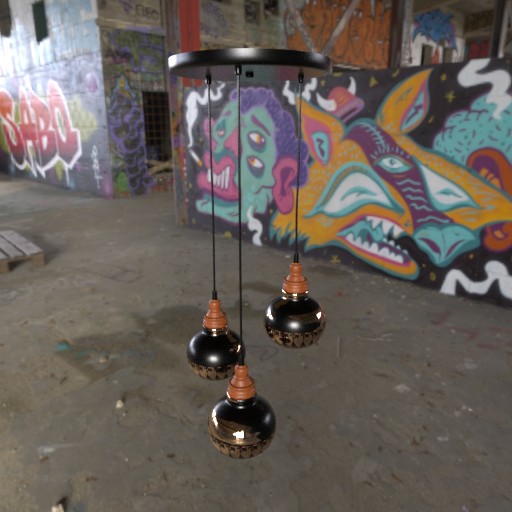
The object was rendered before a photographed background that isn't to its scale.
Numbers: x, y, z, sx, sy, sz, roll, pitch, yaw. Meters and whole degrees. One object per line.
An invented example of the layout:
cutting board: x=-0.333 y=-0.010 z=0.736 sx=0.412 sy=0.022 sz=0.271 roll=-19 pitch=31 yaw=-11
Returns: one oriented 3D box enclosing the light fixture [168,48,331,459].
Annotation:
light fixture: x=0.000 y=0.000 z=1.746 sx=0.605 sy=1.410 sz=0.608 roll=-8 pitch=18 yaw=-24
